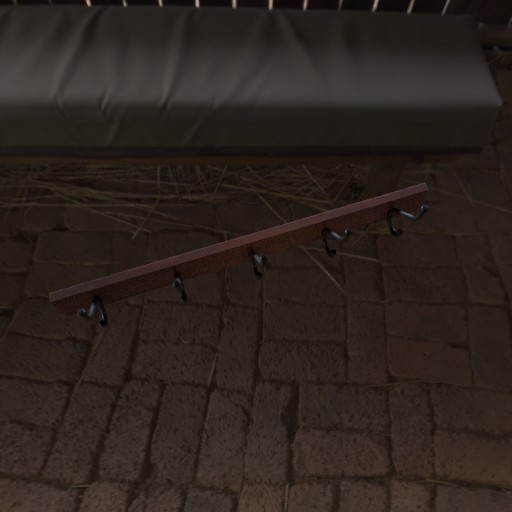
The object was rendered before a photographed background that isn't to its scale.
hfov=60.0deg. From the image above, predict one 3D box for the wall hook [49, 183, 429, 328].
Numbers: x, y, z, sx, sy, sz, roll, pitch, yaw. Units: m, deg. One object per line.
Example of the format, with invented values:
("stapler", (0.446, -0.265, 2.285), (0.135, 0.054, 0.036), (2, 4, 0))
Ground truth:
("wall hook", (0.000, 0.000, 0.631), (0.571, 0.117, 0.071), (-17, 65, -8))
